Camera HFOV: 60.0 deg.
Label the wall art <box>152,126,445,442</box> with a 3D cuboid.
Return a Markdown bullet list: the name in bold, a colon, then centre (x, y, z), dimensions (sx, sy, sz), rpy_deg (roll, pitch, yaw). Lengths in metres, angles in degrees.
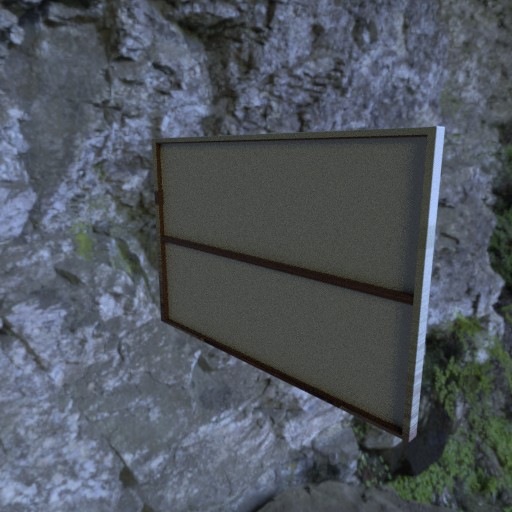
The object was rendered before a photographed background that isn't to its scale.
- **wall art**: centre (0.000, 0.000, 1.442), dimensions (0.040, 0.765, 1.149), rpy_deg (-12, 18, -42)
